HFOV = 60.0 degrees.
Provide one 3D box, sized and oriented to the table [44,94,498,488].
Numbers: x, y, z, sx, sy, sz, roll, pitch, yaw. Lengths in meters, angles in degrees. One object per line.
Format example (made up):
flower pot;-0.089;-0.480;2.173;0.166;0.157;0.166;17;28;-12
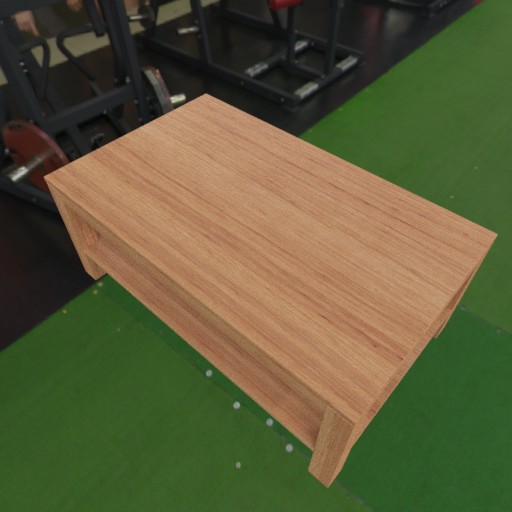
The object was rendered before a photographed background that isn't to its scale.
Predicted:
table;0.000;0.000;1.459;1.146;0.457;0.695;34;56;27
